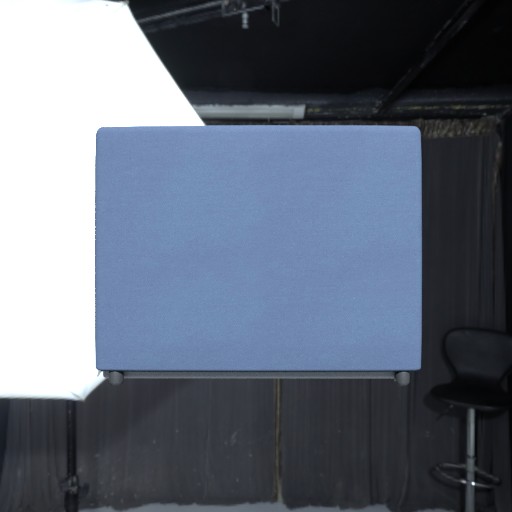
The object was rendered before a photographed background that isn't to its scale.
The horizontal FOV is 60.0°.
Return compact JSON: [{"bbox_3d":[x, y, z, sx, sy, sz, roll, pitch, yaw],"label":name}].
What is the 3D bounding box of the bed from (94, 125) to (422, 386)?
[{"bbox_3d":[0.000,0.000,3.284,1.713,1.330,2.162,0,0,0],"label":"bed"}]
